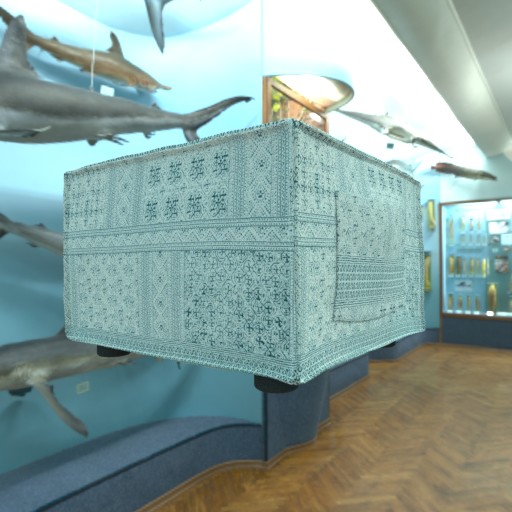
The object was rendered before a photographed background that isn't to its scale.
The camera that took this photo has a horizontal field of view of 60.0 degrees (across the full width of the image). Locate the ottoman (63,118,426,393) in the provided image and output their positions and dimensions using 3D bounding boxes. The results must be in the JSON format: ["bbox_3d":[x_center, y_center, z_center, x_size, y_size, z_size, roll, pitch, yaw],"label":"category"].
[{"bbox_3d":[0.000,0.000,1.042,0.626,0.439,0.617,0,-1,37],"label":"ottoman"}]
